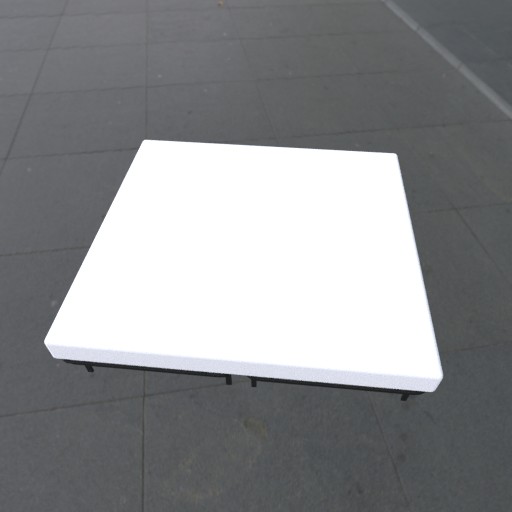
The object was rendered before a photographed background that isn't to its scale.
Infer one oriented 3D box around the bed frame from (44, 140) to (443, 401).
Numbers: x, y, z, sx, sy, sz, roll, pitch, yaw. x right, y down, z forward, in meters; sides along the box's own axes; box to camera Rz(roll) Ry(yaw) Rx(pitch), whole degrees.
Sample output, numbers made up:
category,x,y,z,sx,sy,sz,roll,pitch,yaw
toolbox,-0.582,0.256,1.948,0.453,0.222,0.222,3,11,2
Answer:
category,x,y,z,sx,sy,sz,roll,pitch,yaw
bed frame,0.000,0.000,3.061,2.033,0.525,1.935,4,47,4
